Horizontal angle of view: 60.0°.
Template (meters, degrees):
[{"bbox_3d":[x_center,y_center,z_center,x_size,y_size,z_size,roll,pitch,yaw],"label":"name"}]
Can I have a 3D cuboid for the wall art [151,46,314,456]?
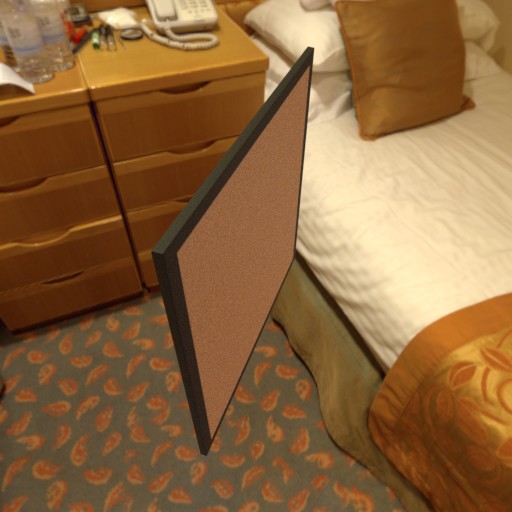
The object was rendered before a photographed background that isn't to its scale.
[{"bbox_3d":[0.000,0.000,0.978,0.016,0.659,0.663,16,48,14],"label":"wall art"}]
